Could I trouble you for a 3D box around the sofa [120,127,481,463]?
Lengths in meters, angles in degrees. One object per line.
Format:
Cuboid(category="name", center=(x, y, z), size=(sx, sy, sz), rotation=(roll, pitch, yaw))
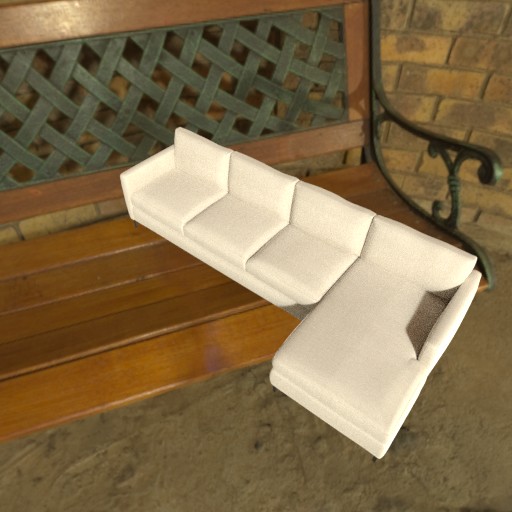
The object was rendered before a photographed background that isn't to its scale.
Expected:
Cuboid(category="sofa", center=(0.000, 0.000, 2.846), size=(2.445, 0.677, 1.126), rotation=(29, 51, 27))
